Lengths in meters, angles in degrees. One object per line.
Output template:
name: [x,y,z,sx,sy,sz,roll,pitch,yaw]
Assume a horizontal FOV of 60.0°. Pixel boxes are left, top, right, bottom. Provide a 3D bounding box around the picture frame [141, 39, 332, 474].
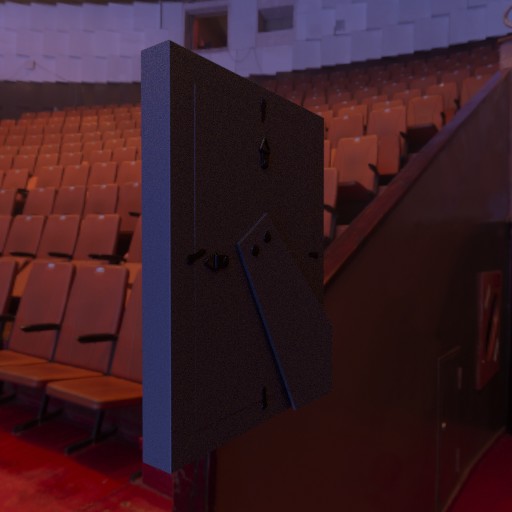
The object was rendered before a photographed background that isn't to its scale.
picture frame: [0.000,0.000,0.279,0.028,0.208,0.157,1,1,36]
